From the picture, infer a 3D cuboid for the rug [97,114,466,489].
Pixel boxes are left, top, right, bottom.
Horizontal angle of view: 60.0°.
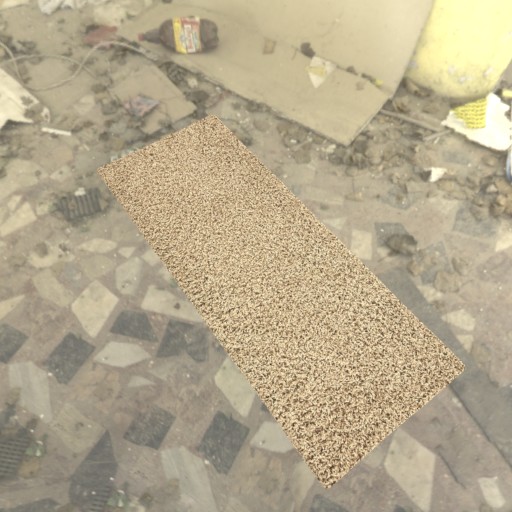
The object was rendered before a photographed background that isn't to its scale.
[{"bbox_3d":[0.000,0.000,1.693,0.609,0.030,1.524,-32,63,-18],"label":"rug"}]
